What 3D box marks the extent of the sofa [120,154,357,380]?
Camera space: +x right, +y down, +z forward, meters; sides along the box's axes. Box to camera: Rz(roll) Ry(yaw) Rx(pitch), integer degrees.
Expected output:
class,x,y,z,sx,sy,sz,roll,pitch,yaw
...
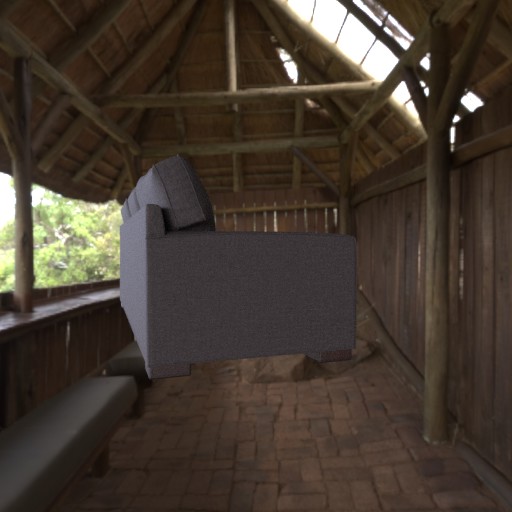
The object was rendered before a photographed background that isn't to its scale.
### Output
class,x,y,z,sx,sy,sz,roll,pitch,yaw
sofa,0.000,0.000,3.207,1.790,0.973,2.370,-1,2,-20
